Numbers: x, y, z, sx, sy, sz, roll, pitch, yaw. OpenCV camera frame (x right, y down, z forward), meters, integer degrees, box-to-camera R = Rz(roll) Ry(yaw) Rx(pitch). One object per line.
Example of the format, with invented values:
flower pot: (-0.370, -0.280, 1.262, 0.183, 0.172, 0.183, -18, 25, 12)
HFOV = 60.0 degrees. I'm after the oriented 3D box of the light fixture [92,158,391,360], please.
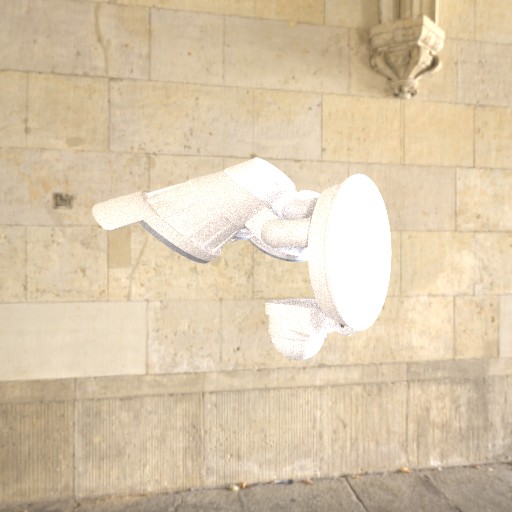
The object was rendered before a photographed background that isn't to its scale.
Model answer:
light fixture: (0.000, 0.000, 0.543, 0.278, 0.237, 0.369, 0, 0, 36)
